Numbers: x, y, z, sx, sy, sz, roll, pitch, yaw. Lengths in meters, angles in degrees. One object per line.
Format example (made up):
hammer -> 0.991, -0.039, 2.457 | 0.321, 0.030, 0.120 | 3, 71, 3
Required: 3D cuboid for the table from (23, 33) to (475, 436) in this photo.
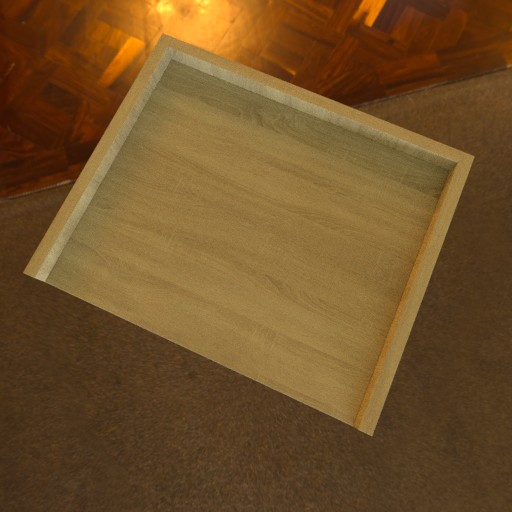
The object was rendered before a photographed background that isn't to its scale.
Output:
table -> 0.000, 0.000, 0.781 | 0.450, 0.470, 0.370 | 24, 78, 5
